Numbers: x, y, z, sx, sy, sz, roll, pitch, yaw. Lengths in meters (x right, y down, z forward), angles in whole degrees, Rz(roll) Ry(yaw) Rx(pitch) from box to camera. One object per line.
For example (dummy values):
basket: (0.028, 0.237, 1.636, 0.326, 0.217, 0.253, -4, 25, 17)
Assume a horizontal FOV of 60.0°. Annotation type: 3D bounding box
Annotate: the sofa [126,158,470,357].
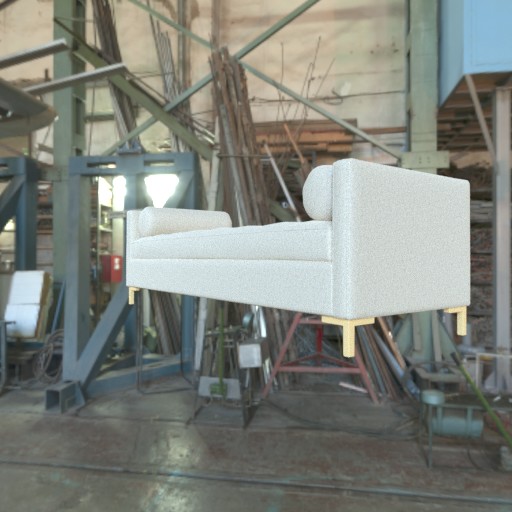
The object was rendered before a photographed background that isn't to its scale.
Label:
sofa: (0.000, 0.000, 2.377, 0.746, 0.641, 1.985, 0, 0, -36)
